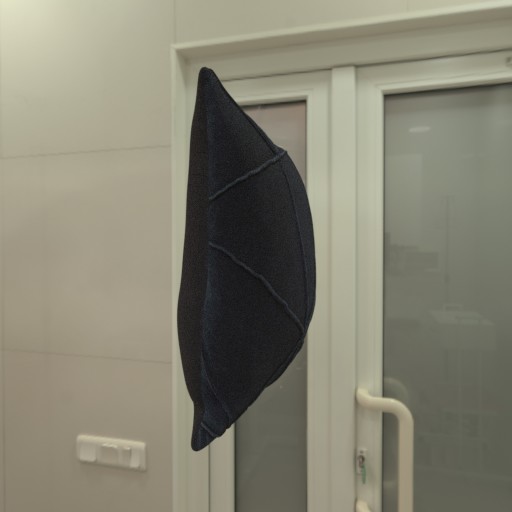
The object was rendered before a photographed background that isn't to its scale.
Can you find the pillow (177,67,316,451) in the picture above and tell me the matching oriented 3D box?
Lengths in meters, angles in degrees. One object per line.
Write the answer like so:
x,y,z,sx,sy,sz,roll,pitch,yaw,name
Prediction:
0.000,0.000,0.705,0.183,0.440,0.439,0,1,16,pillow
